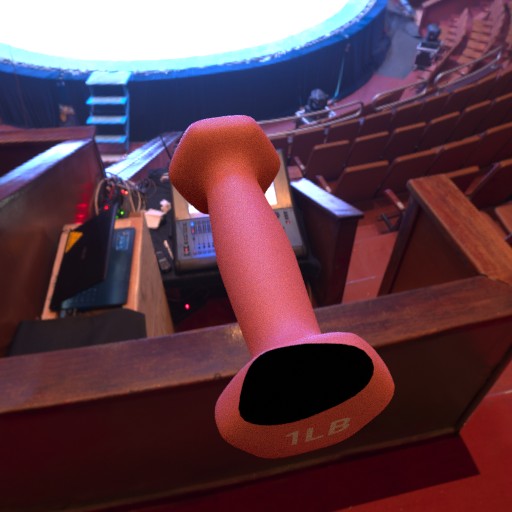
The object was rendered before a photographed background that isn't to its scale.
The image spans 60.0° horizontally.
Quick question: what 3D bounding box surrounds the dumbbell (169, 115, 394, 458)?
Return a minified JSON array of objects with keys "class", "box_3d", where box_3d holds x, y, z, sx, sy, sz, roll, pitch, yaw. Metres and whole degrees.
[{"class":"dumbbell","box_3d":[0.000,0.000,0.149,0.047,0.043,0.123,-10,47,-10]}]
